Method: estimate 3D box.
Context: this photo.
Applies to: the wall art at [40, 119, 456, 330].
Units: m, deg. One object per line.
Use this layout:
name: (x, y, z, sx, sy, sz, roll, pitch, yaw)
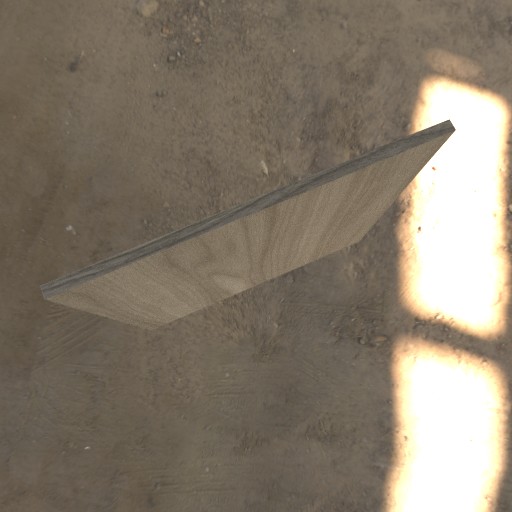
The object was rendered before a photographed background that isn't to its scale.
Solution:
wall art: (0.000, 0.000, 0.748, 0.508, 0.507, 0.016, -23, 78, -5)
